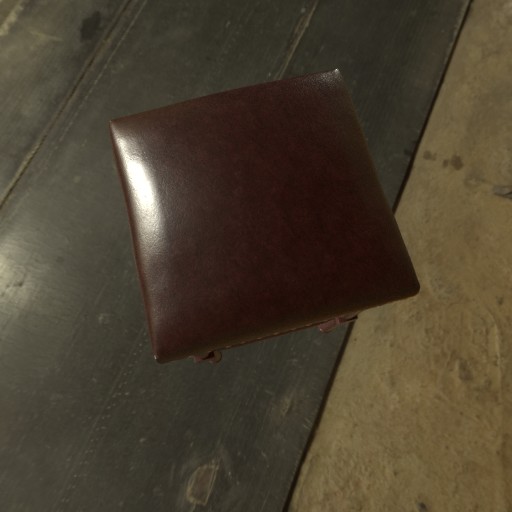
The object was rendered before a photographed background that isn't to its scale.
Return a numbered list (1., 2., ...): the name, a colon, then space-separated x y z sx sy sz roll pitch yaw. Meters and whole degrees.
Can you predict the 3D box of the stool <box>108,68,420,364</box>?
1. stool: 0.000 0.000 0.940 0.383 0.702 0.382 -14 75 -4
